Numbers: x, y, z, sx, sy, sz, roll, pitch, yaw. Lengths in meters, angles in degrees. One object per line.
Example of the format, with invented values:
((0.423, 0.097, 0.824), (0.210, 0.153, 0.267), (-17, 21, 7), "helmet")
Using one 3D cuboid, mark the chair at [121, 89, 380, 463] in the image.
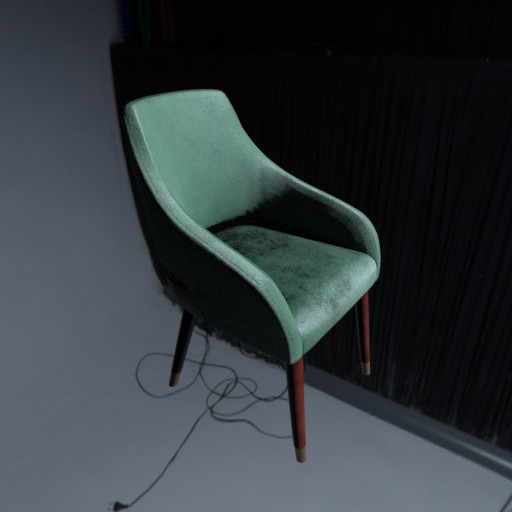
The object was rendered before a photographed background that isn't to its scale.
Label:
((0.000, 0.000, 1.627), (0.794, 1.081, 0.683), (19, 32, 32), "chair")
